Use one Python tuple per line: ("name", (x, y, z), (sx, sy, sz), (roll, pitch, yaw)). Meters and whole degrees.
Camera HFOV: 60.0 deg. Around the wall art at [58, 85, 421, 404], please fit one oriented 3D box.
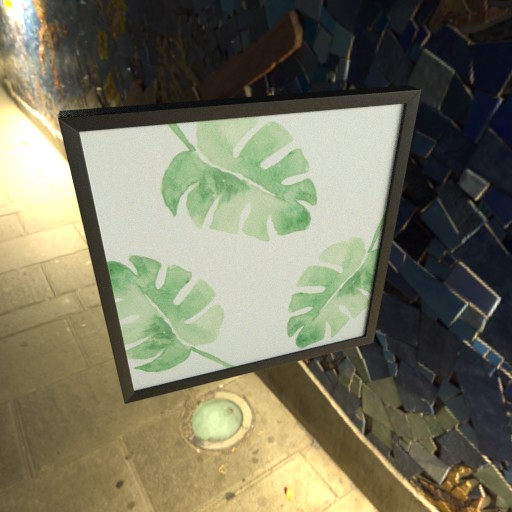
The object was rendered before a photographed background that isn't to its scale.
("wall art", (0.000, 0.000, 0.743), (0.508, 0.508, 0.036), (-10, 33, -15))
